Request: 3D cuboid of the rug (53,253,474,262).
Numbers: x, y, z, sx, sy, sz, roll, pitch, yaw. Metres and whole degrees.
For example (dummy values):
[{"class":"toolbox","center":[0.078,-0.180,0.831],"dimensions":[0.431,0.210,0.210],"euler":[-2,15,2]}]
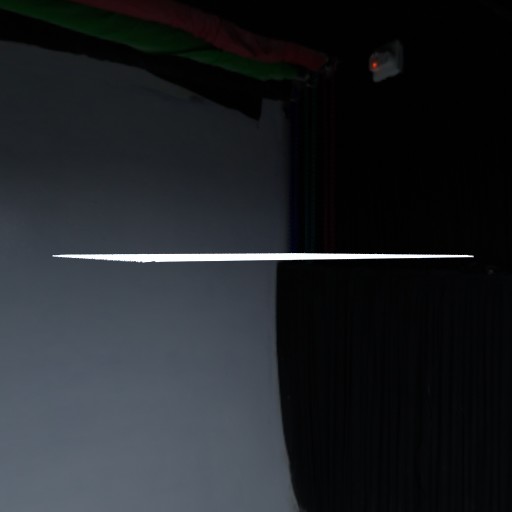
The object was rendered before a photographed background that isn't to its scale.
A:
[{"class":"rug","center":[0.000,0.000,3.900],"dimensions":[2.940,0.013,2.312],"euler":[-1,1,-34]}]
